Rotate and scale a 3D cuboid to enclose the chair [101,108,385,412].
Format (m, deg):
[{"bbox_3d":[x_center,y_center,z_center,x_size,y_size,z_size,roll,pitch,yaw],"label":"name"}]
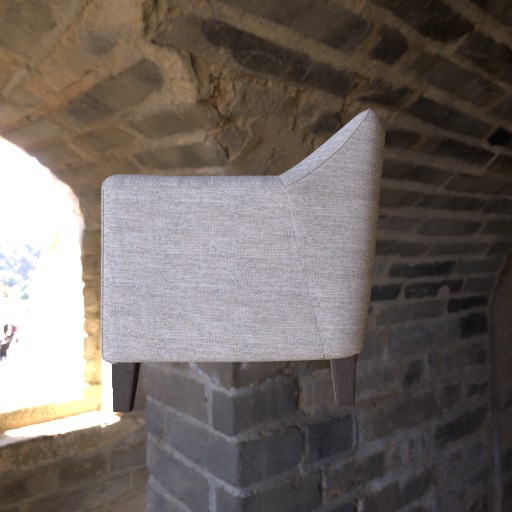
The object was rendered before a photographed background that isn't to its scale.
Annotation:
[{"bbox_3d":[0.000,0.000,1.441,0.758,0.761,0.796,0,0,1],"label":"chair"}]
